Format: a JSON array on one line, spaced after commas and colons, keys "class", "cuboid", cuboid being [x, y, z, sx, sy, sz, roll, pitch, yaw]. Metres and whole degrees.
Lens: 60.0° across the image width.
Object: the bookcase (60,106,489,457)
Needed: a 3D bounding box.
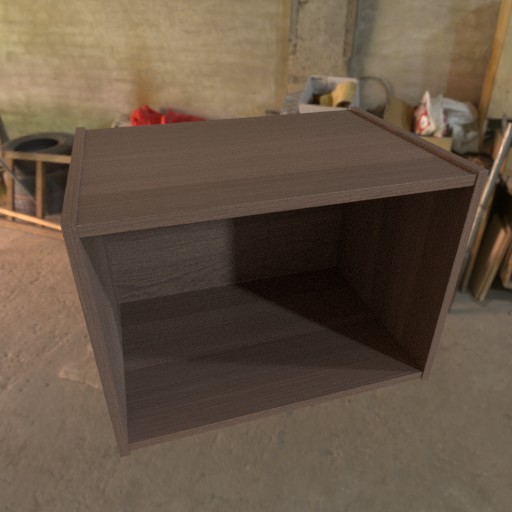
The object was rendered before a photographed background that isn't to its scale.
[{"class": "bookcase", "cuboid": [0.000, 0.000, 0.604, 0.415, 0.305, 0.290, -9, 33, -14]}]
